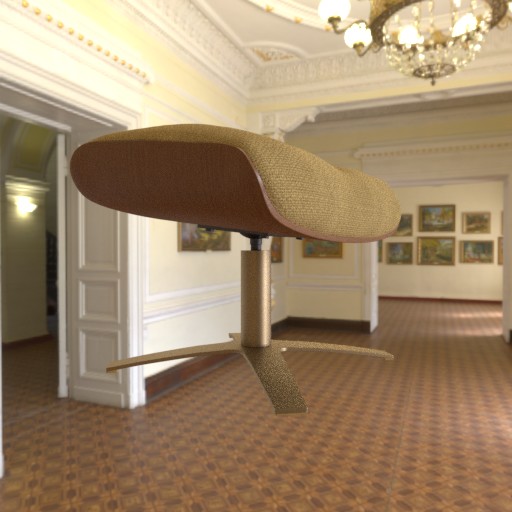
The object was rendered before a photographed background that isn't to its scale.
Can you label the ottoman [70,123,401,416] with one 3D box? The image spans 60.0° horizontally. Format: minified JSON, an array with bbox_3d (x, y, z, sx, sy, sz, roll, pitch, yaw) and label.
[{"bbox_3d":[0.000,0.000,0.804,0.394,0.391,0.520,0,1,35],"label":"ottoman"}]
